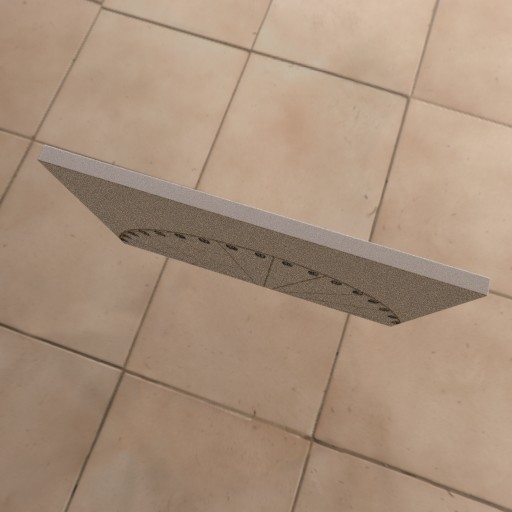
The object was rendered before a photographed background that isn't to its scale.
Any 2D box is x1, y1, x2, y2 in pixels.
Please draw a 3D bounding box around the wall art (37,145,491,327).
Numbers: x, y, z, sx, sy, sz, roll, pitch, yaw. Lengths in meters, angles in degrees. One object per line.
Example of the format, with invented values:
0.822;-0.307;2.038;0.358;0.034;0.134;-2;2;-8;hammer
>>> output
0.000;0.000;1.137;0.898;0.601;0.038;17;76;4;wall art
